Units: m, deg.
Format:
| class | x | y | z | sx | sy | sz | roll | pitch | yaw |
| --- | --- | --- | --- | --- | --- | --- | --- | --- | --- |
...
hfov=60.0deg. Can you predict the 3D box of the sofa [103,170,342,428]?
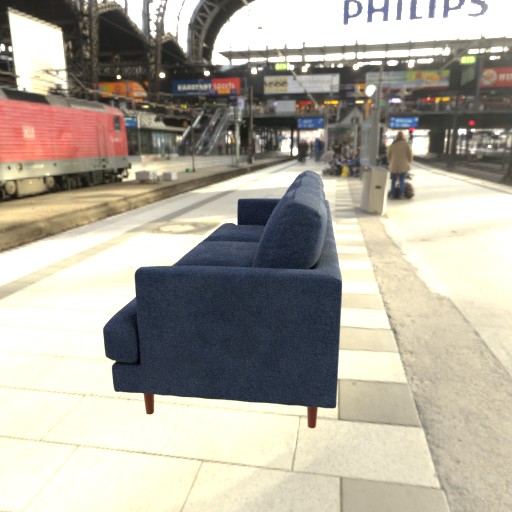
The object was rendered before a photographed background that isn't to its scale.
| class | x | y | z | sx | sy | sz | roll | pitch | yaw |
| --- | --- | --- | --- | --- | --- | --- | --- | --- | --- |
| sofa | 0.000 | 0.000 | 2.679 | 0.903 | 0.930 | 2.246 | 2 | 14 | 8 |
